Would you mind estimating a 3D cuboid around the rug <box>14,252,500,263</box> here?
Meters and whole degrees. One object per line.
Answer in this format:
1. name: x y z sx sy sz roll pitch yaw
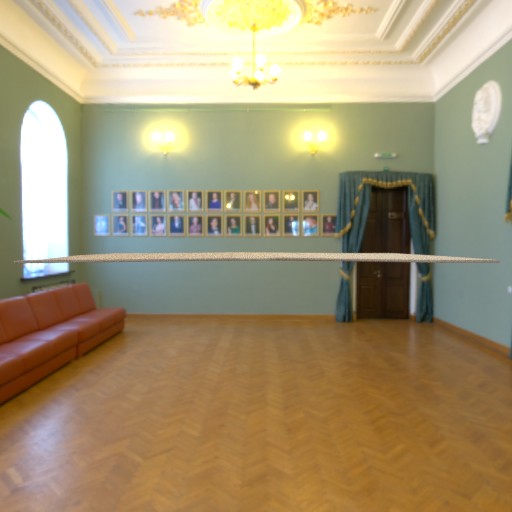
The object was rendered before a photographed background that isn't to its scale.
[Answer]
1. rug: 0.000 0.000 2.916 2.342 0.030 1.609 0 2 -1
